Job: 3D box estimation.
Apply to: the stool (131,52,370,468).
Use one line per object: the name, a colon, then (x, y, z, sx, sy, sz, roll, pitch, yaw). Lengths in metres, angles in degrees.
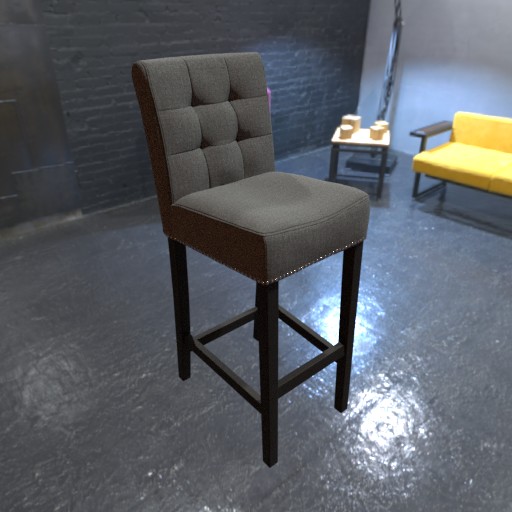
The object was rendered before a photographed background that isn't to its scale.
stool: (0.000, 0.000, 1.302, 0.411, 1.047, 0.548, -22, 36, -34)
